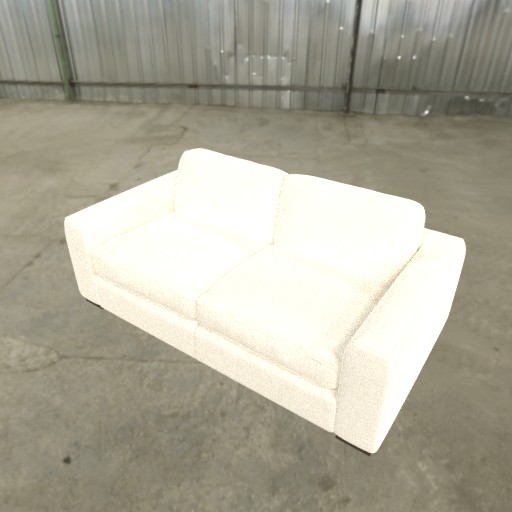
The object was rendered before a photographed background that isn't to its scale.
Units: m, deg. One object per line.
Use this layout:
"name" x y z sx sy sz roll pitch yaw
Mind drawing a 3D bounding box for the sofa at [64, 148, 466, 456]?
"sofa" 0.000 0.000 2.426 1.920 0.801 1.069 20 37 29
